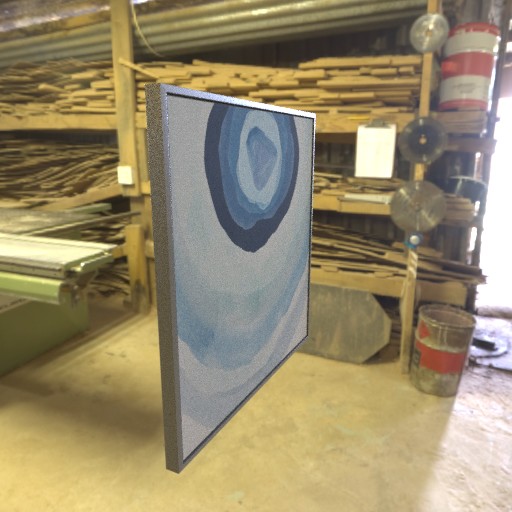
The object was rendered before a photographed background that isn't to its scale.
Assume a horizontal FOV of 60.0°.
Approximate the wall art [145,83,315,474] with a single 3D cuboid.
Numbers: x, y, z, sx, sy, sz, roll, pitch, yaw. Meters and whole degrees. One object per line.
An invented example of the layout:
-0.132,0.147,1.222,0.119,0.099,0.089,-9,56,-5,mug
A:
0.000,0.000,1.235,0.038,0.807,0.809,7,15,26,wall art
